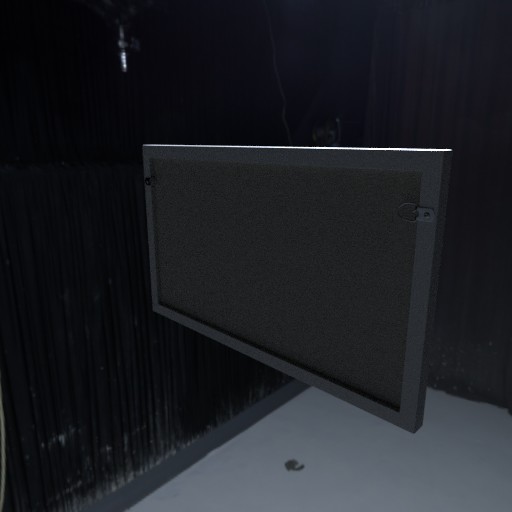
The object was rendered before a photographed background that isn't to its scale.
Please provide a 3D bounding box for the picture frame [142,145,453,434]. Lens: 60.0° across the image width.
[{"bbox_3d":[0.000,0.000,0.791,0.647,0.379,0.044,14,20,43],"label":"picture frame"}]
